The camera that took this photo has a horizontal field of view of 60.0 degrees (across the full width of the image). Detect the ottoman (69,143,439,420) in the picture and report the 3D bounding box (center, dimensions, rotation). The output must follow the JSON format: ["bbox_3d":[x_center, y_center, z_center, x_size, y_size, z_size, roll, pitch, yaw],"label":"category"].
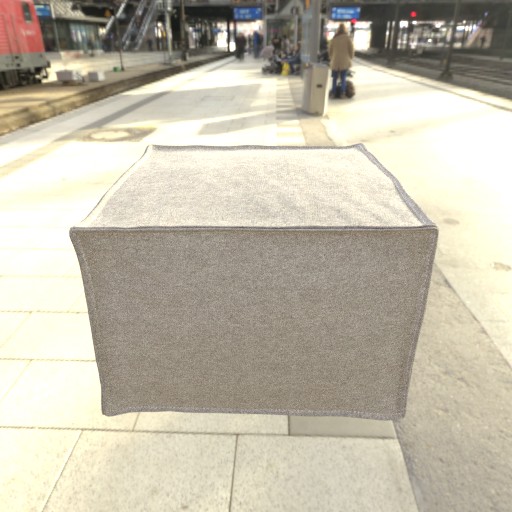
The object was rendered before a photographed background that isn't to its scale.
[{"bbox_3d":[0.000,0.000,1.166,0.696,0.470,0.707,0,26,0],"label":"ottoman"}]
